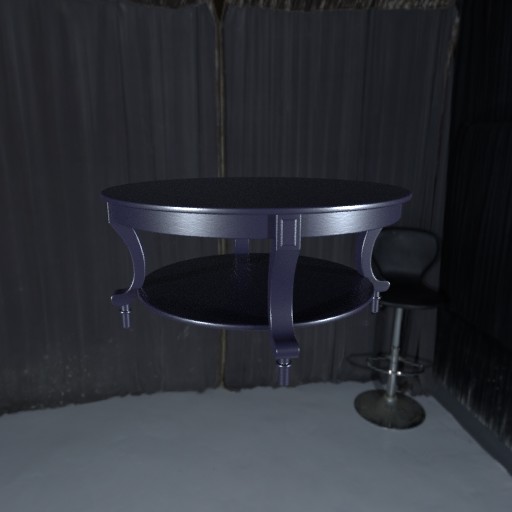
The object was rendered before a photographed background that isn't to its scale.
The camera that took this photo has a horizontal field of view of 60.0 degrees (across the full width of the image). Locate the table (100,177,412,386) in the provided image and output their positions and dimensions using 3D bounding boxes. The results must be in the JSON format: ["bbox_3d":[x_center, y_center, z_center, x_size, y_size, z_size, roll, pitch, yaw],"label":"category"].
[{"bbox_3d":[0.000,0.000,1.599,1.029,0.491,1.029,0,14,0],"label":"table"}]
